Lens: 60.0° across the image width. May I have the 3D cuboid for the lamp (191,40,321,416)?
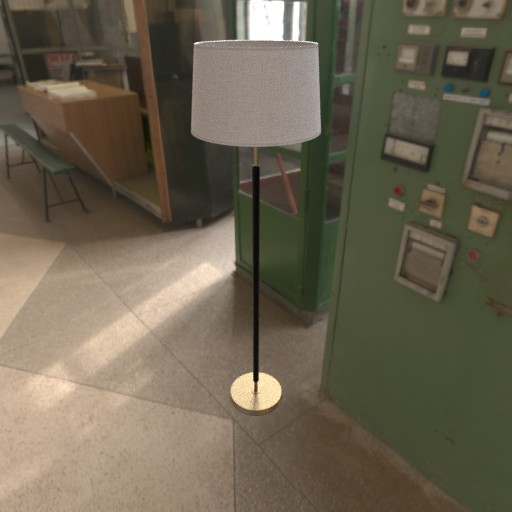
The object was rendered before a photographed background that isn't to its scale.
[{"bbox_3d":[0.000,0.000,1.669,0.420,1.447,0.420,0,29,0],"label":"lamp"}]
